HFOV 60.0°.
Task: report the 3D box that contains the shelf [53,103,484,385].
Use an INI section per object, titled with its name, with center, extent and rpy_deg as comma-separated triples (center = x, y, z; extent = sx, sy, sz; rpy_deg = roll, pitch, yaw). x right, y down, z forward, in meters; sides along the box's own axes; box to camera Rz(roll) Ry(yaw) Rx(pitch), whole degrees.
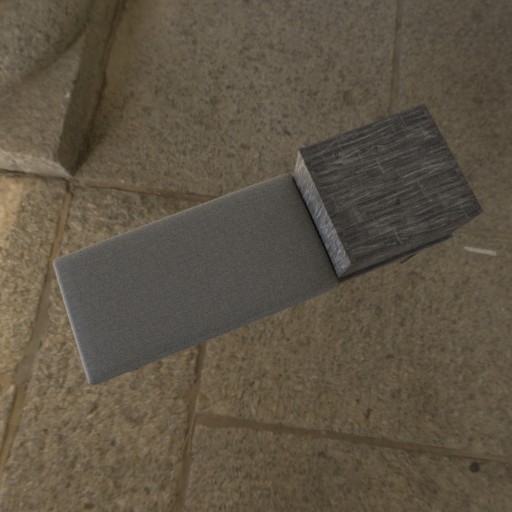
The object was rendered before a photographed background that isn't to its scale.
[shelf]
center = 0.000, 0.000, 1.629
extent = 1.342, 0.633, 0.457
rpy_deg = -21, 77, -5
